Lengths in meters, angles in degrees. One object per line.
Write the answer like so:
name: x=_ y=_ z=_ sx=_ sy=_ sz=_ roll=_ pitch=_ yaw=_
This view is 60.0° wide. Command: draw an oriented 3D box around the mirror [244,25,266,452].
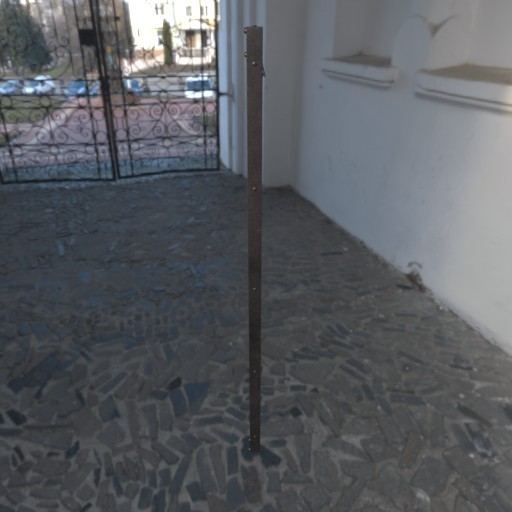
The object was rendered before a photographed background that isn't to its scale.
mirror: x=0.000 y=0.000 z=1.171 sx=0.042 sy=1.080 sz=0.354 roll=0 pitch=27 yaw=0
